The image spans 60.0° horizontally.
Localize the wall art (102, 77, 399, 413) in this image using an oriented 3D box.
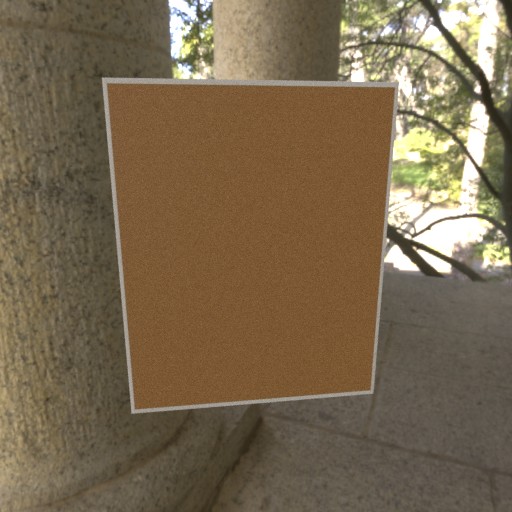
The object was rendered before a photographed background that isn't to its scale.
[{"bbox_3d":[0.000,0.000,0.743,0.443,0.549,0.030,-2,16,-8],"label":"wall art"}]
